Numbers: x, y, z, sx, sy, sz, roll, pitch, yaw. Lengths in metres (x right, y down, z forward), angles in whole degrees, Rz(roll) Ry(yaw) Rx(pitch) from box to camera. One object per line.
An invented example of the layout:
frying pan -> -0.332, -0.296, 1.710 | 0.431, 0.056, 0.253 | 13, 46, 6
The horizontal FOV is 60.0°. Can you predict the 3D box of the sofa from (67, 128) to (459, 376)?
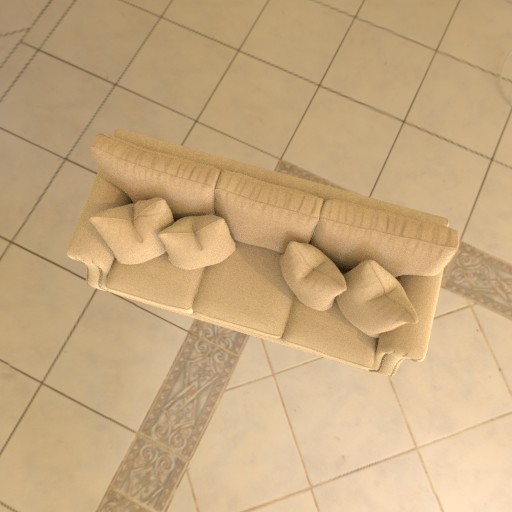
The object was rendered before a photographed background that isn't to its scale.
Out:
sofa -> 0.000, 0.000, 2.889 | 2.312, 0.975, 0.965 | 16, 76, 4
